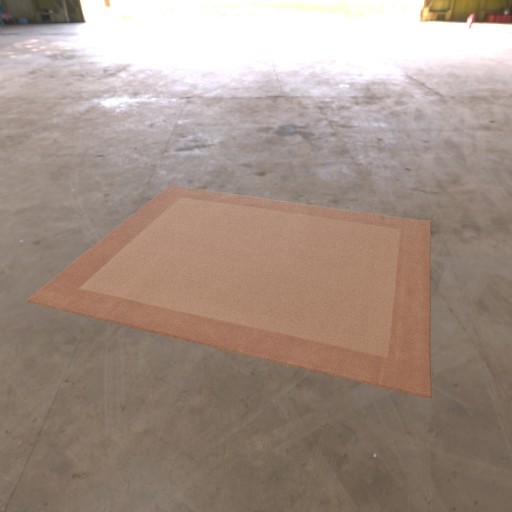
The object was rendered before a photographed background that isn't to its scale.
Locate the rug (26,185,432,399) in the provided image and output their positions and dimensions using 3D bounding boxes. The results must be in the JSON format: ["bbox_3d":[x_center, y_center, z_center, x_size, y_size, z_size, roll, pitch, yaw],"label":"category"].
[{"bbox_3d":[0.000,0.000,4.078,3.057,0.021,2.431,10,34,15],"label":"rug"}]
